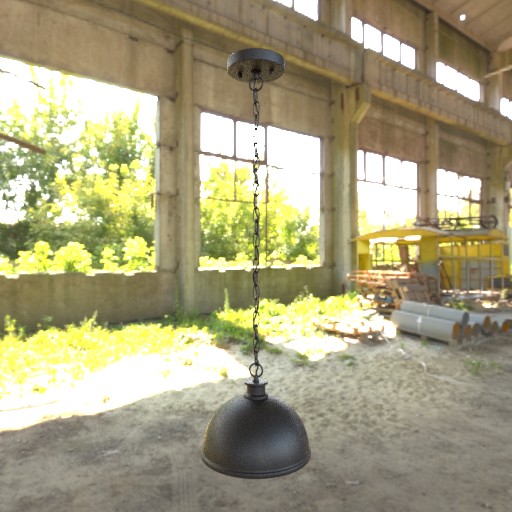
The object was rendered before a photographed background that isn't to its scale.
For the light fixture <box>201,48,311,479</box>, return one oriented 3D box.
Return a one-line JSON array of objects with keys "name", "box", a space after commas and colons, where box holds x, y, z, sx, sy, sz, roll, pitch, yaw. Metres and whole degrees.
[{"name": "light fixture", "box": [0.000, 0.000, 1.236, 0.304, 1.090, 0.304, 0, -1, 17]}]
